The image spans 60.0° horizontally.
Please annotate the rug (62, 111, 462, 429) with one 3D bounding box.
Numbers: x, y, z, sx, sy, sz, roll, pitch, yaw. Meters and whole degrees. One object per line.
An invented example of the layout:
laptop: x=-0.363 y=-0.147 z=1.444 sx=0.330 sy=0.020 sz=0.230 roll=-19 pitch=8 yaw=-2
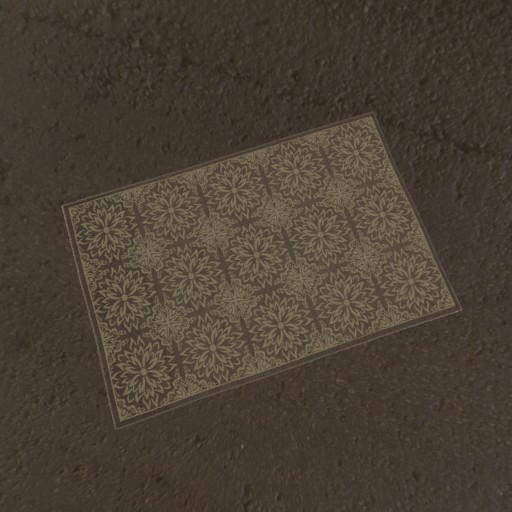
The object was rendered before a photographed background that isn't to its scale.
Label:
rug: x=0.000 y=0.000 z=3.521 sx=2.746 sy=0.018 sz=1.819 roll=-18 pitch=76 yaw=-4
